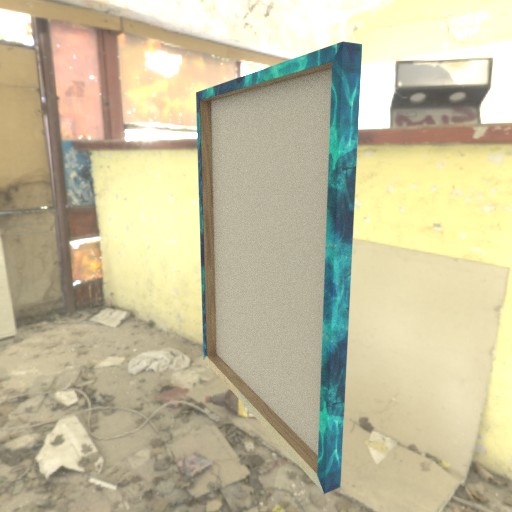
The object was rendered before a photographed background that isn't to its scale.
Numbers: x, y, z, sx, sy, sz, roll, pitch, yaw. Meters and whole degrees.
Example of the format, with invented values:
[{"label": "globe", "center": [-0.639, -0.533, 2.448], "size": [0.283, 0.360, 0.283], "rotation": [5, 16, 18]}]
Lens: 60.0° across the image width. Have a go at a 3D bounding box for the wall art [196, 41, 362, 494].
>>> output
[{"label": "wall art", "center": [0.000, 0.000, 0.992], "size": [0.038, 0.760, 0.609], "rotation": [-7, 15, -27]}]
